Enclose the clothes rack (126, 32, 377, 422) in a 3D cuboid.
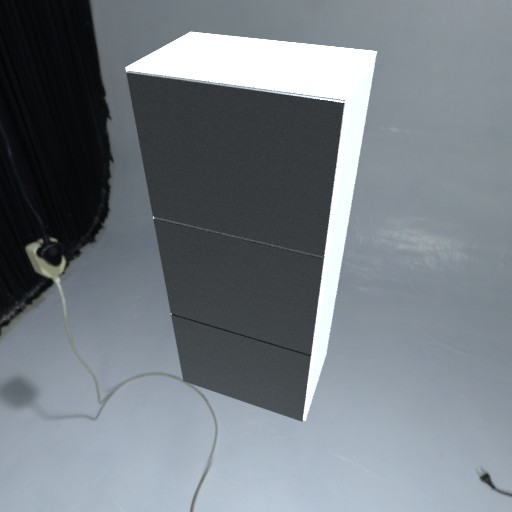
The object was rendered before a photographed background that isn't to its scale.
[{"bbox_3d":[0.000,0.000,1.405,0.500,1.187,0.330,14,42,16],"label":"clothes rack"}]
